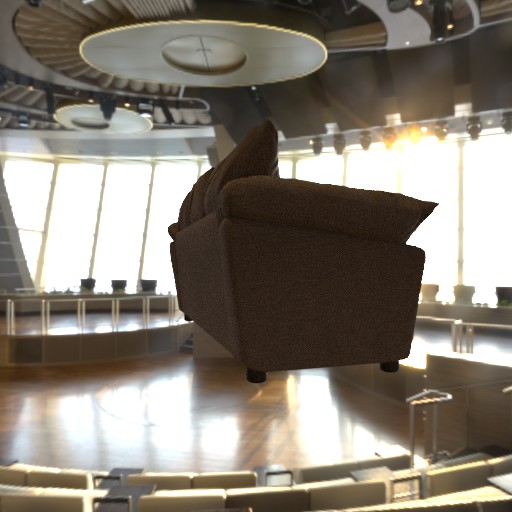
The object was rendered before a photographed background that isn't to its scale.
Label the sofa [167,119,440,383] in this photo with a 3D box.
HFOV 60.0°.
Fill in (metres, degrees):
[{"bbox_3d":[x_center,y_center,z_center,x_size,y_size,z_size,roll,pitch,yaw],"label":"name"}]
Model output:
[{"bbox_3d":[0.000,0.000,2.810,0.927,1.043,2.390,0,-1,-17],"label":"sofa"}]
